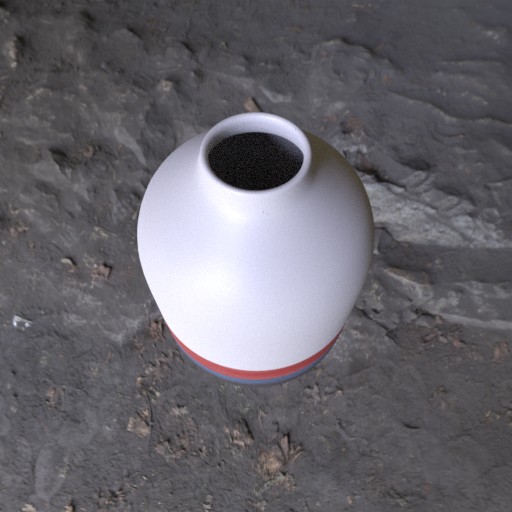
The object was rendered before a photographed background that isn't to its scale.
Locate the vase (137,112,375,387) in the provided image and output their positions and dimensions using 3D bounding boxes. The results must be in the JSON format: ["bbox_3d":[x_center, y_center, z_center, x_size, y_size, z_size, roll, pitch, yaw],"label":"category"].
[{"bbox_3d":[0.000,0.000,0.351,0.169,0.237,0.169,0,60,0],"label":"vase"}]
